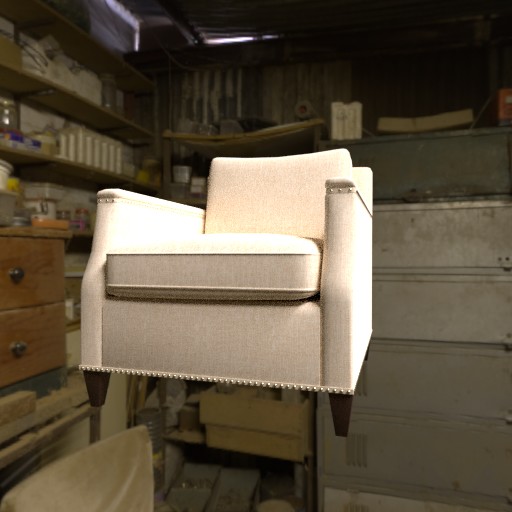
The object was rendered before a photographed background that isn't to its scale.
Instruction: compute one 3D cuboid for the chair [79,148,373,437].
[{"bbox_3d":[0.000,0.000,1.725,0.838,0.940,1.041,0,0,17],"label":"chair"}]
